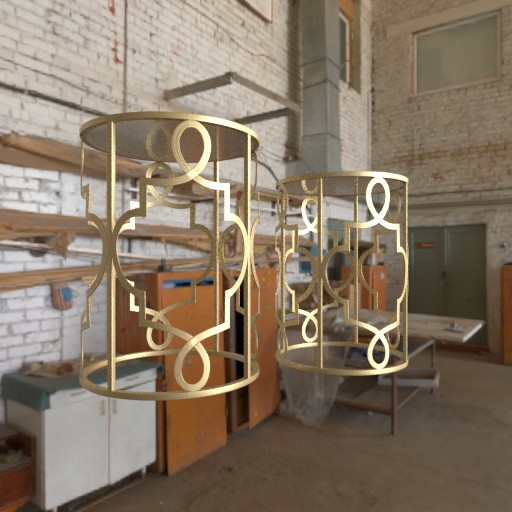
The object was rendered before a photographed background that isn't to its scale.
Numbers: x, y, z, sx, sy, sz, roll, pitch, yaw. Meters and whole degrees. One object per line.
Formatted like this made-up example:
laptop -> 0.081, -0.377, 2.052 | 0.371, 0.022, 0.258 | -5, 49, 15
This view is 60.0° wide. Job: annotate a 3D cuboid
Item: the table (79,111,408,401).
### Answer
table -> 0.000, 0.000, 1.143 | 0.846, 0.564, 0.420 | 0, 0, -19
